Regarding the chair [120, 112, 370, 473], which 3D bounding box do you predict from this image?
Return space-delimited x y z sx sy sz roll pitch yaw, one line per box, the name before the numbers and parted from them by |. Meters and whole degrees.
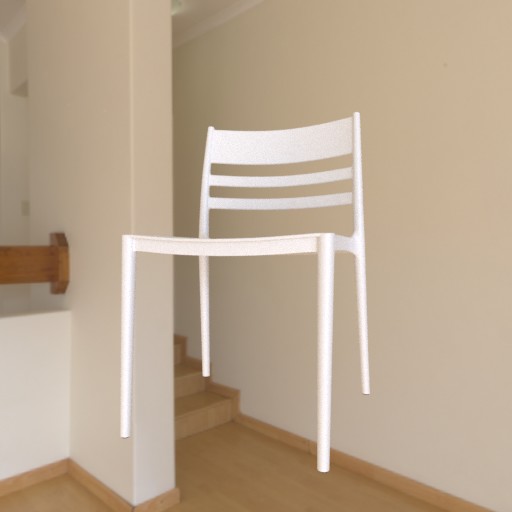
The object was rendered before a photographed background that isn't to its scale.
chair | 0.000 0.000 1.136 0.531 0.800 0.511 0 1 20
